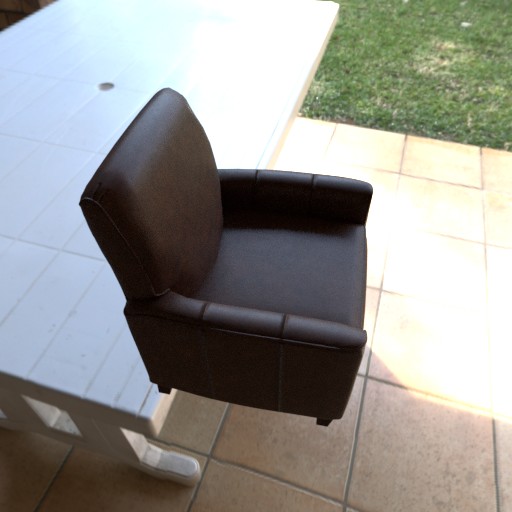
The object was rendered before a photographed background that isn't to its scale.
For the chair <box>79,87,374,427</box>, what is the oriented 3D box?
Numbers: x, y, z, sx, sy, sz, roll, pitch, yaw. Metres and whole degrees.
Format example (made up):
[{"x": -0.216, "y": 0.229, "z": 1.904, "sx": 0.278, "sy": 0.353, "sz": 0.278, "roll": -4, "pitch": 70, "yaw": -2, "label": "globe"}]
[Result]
[{"x": 0.000, "y": 0.000, "z": 1.658, "sx": 0.850, "sy": 1.010, "sz": 0.839, "roll": 9, "pitch": 47, "yaw": 8, "label": "chair"}]
